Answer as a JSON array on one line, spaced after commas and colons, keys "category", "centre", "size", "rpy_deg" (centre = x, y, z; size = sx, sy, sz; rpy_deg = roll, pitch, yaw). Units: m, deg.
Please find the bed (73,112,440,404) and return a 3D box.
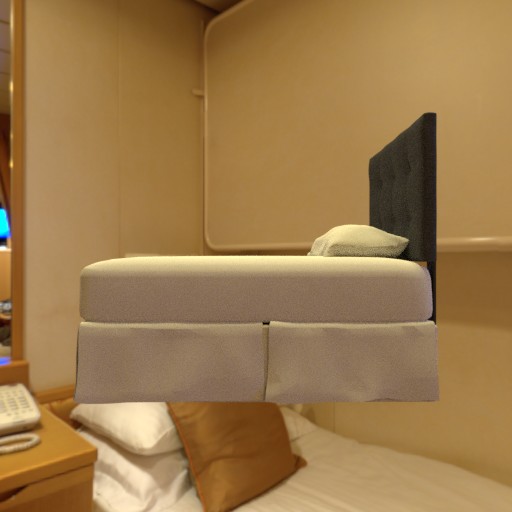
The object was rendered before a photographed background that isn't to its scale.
[{"category": "bed", "centre": [0.000, 0.000, 2.958], "size": [1.997, 1.571, 1.261], "rpy_deg": [0, 0, 0]}]
